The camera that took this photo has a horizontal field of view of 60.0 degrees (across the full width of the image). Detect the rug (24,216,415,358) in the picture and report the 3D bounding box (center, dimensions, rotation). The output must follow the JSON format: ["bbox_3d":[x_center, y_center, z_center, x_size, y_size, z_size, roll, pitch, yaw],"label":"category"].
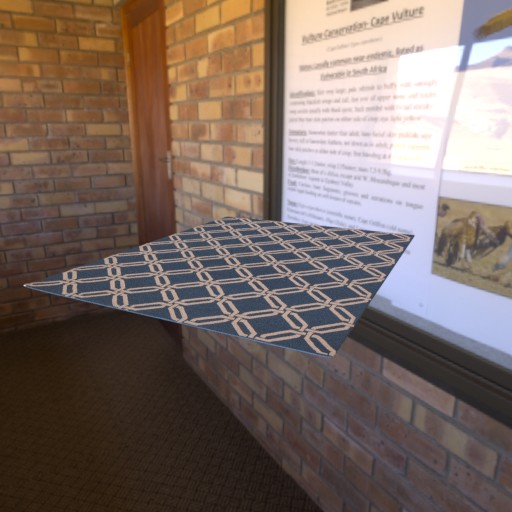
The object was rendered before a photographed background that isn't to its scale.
[{"bbox_3d":[0.000,0.000,3.877,2.277,0.020,2.867,8,18,25],"label":"rug"}]
